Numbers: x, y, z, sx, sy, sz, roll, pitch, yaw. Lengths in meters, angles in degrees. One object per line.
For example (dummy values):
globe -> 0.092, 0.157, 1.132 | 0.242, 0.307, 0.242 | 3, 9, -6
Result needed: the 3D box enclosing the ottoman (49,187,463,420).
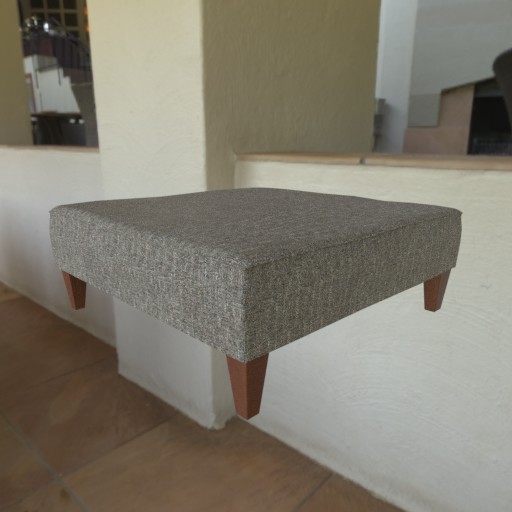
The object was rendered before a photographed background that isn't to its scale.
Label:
ottoman -> 0.000, 0.000, 1.508 | 1.016, 0.379, 0.981 | -14, 20, -42
